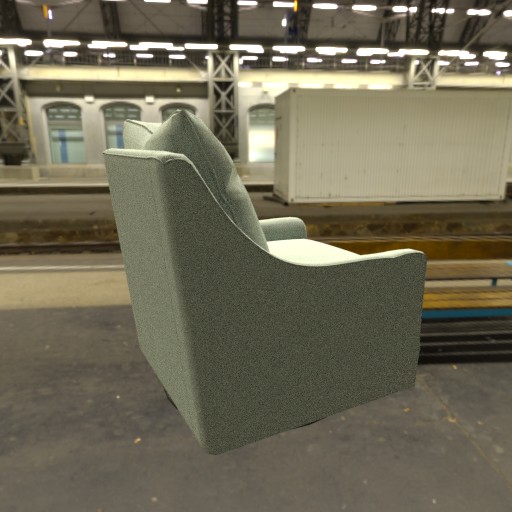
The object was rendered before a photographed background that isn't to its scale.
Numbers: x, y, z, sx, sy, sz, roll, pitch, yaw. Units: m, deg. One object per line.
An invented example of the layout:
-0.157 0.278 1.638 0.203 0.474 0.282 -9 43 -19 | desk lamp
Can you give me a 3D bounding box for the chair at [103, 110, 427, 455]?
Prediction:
0.000 0.000 1.559 0.870 0.926 0.760 -8 16 -27 | chair
